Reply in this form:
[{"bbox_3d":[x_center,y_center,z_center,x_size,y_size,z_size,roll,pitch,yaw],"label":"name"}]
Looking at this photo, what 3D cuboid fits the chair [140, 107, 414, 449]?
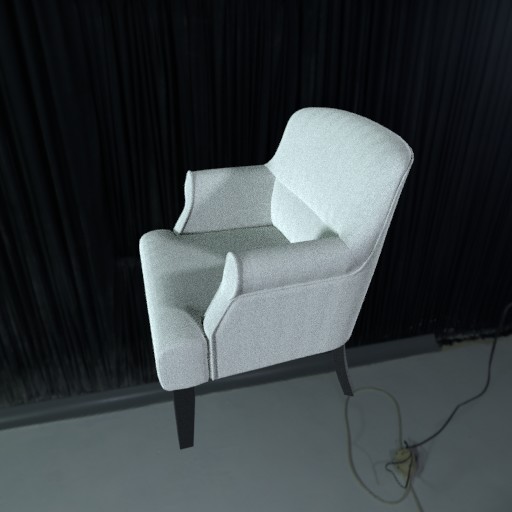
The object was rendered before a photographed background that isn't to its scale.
[{"bbox_3d":[0.000,0.000,1.500,0.750,0.875,0.781,-8,30,-14],"label":"chair"}]
